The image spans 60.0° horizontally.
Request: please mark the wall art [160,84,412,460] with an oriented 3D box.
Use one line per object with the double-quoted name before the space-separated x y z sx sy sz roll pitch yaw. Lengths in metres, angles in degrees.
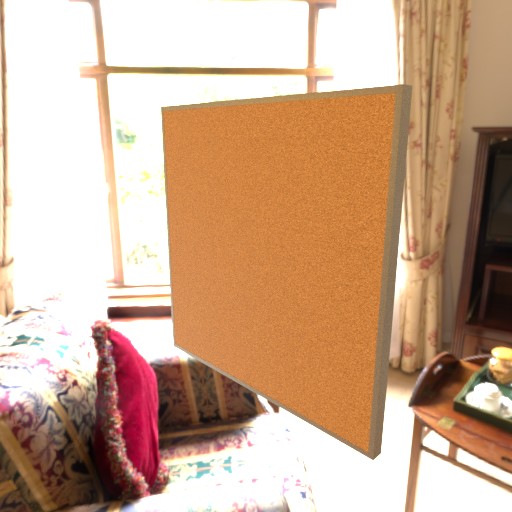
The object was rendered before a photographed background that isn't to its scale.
"wall art" 0.000 0.000 1.203 0.038 0.807 0.809 -14 20 -42
